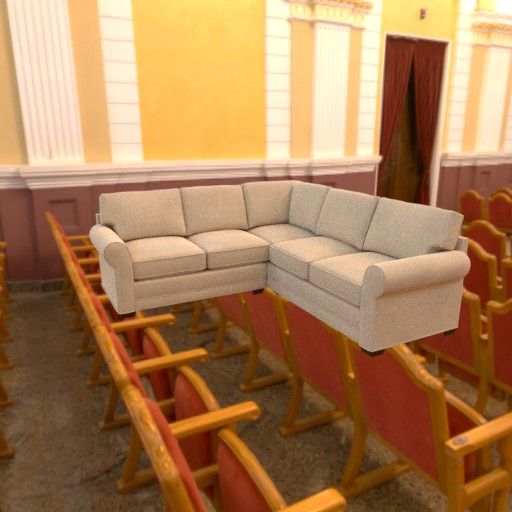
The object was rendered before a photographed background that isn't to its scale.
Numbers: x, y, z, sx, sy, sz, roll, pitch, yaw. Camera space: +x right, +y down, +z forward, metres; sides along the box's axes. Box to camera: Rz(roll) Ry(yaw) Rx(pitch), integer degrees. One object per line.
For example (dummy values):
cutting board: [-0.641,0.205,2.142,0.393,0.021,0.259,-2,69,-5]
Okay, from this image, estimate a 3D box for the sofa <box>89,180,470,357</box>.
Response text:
sofa: [0.000,0.000,3.949,2.487,1.054,2.569,-8,17,-27]
